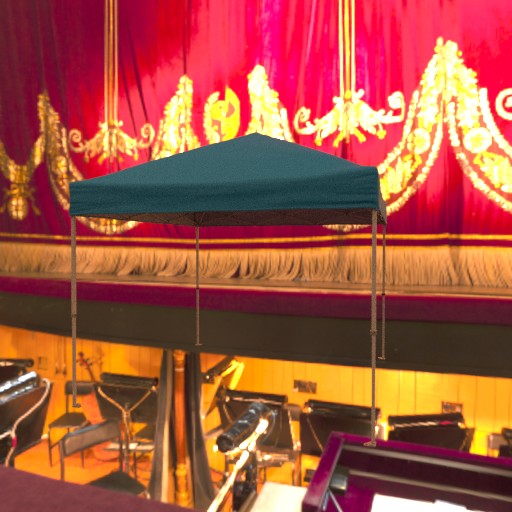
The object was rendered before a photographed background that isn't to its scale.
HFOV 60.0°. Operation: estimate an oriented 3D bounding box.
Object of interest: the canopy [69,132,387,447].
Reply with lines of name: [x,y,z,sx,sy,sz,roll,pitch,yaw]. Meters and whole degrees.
canopy: [0.000,0.000,5.397,2.998,2.997,2.996,0,1,18]
